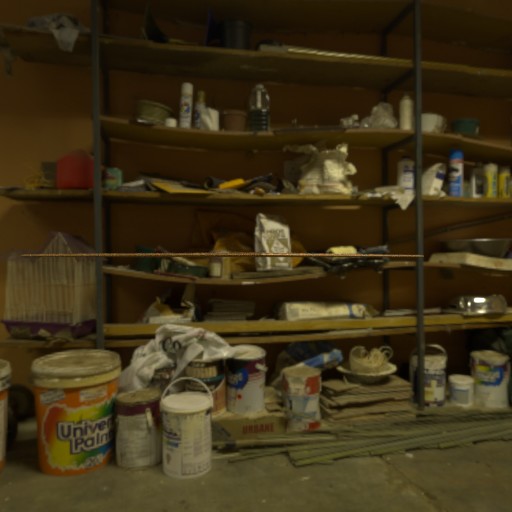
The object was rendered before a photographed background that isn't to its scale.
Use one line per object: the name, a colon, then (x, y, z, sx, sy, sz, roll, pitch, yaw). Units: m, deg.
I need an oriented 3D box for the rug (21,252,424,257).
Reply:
rug: (0.000, 0.000, 3.761, 2.043, 0.019, 2.916, 0, 0, 34)
